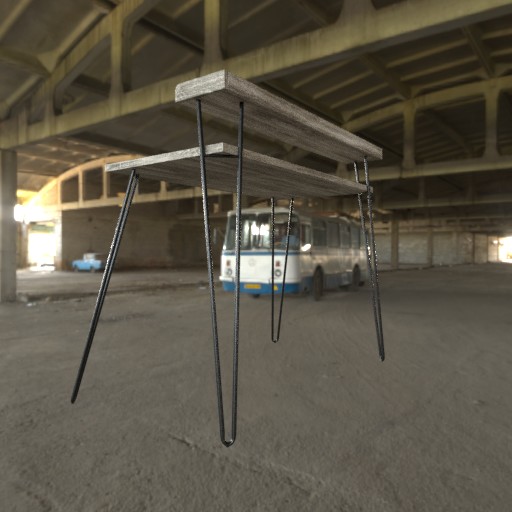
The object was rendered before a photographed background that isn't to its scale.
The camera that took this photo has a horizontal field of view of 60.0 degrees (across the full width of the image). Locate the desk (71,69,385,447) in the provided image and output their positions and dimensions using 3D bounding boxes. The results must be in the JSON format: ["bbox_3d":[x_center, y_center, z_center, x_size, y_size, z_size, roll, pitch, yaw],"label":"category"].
[{"bbox_3d":[0.000,0.000,1.631,0.605,0.899,1.135,1,1,36],"label":"desk"}]
